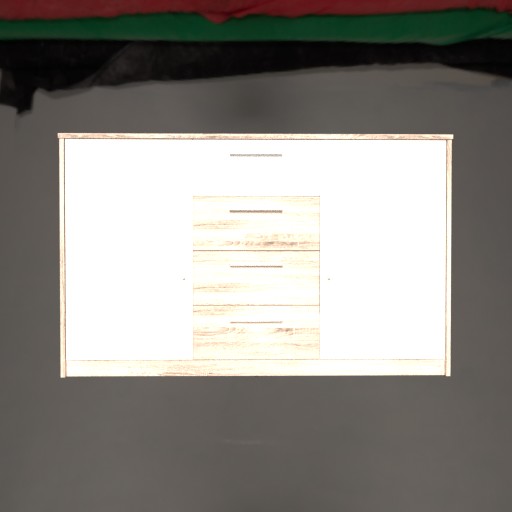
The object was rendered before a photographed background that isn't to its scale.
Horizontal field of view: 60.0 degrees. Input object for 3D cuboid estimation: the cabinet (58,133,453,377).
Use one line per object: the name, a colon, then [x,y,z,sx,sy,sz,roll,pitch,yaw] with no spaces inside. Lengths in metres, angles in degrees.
cabinet: [0.000,0.000,1.808,1.450,0.900,0.380,0,1,-1]
